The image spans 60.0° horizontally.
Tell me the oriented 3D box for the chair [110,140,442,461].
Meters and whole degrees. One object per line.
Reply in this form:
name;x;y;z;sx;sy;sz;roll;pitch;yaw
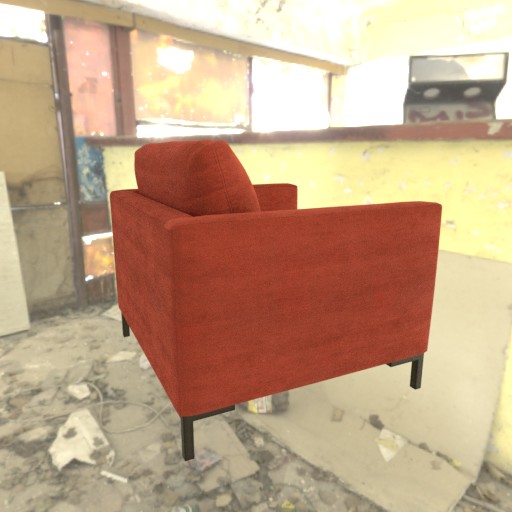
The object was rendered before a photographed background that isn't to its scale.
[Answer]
chair;0.000;0.000;1.626;0.875;0.812;0.964;-7;15;-25
